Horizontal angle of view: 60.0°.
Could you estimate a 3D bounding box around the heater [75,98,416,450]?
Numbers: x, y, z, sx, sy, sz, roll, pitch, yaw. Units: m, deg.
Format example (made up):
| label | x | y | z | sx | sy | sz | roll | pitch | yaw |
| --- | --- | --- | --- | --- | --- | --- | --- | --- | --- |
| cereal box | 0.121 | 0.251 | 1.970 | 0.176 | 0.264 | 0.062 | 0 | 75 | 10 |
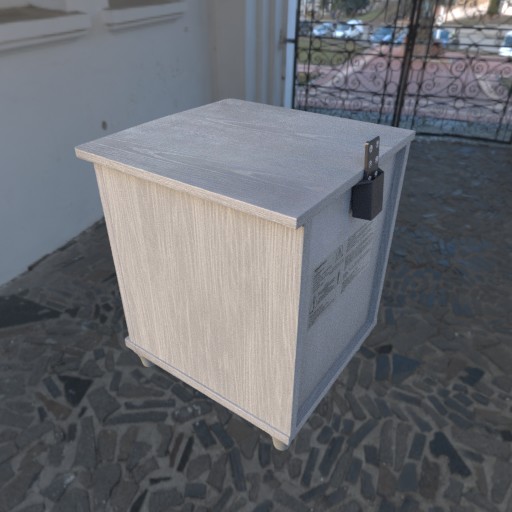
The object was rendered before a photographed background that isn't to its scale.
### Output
| label | x | y | z | sx | sy | sz | roll | pitch | yaw |
| --- | --- | --- | --- | --- | --- | --- | --- | --- | --- |
| heater | 0.000 | 0.000 | 0.769 | 0.400 | 0.481 | 0.362 | 21 | 38 | 29 |
